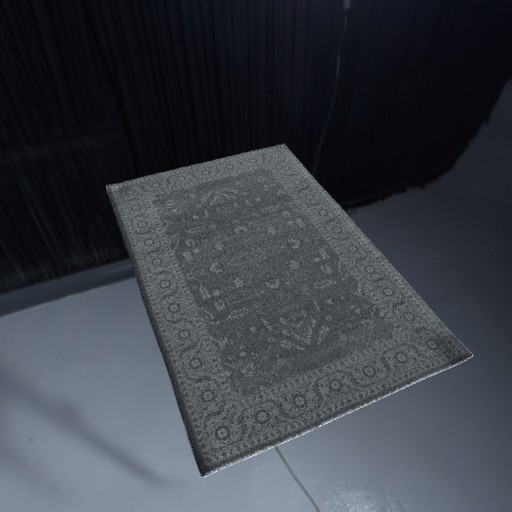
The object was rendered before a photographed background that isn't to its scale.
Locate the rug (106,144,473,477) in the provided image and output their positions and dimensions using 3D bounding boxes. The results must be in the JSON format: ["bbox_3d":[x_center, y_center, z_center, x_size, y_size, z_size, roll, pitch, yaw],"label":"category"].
[{"bbox_3d":[0.000,0.000,2.286,1.209,0.019,1.828,-17,48,-16],"label":"rug"}]
